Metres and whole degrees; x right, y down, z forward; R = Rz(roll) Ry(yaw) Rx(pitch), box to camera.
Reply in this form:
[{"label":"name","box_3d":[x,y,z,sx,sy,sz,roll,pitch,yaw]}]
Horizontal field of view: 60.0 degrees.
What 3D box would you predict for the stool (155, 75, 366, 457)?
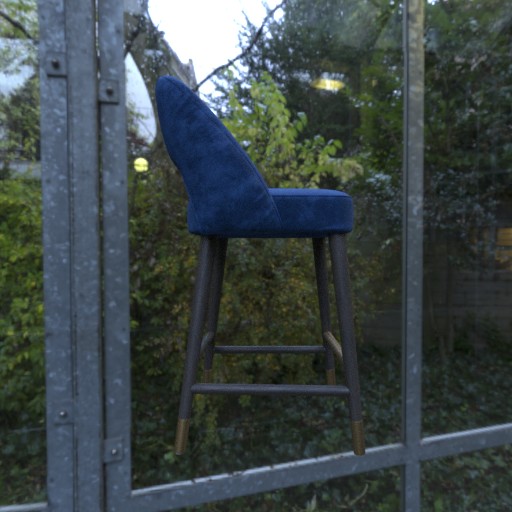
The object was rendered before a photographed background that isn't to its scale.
[{"label":"stool","box_3d":[0.000,0.000,1.256,0.524,0.925,0.536,0,1,1]}]
